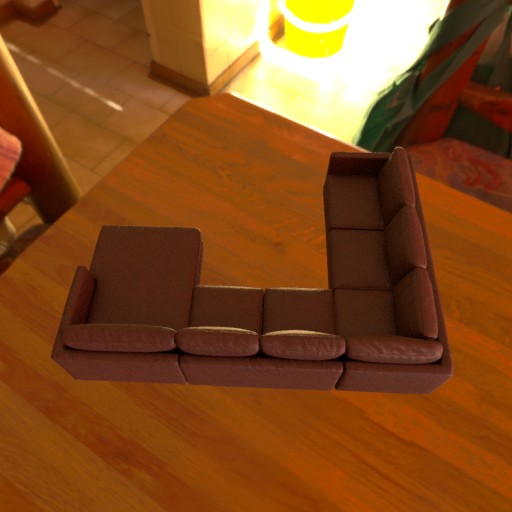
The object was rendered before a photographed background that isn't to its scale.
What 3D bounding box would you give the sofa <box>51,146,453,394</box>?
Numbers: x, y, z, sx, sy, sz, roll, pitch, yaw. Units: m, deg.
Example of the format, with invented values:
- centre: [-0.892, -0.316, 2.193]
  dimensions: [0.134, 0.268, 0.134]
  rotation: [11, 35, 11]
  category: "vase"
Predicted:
- centre: [0.000, 0.000, 4.636]
  dimensions: [3.460, 0.923, 2.593]
  rotation: [2, 58, 1]
  category: "sofa"
